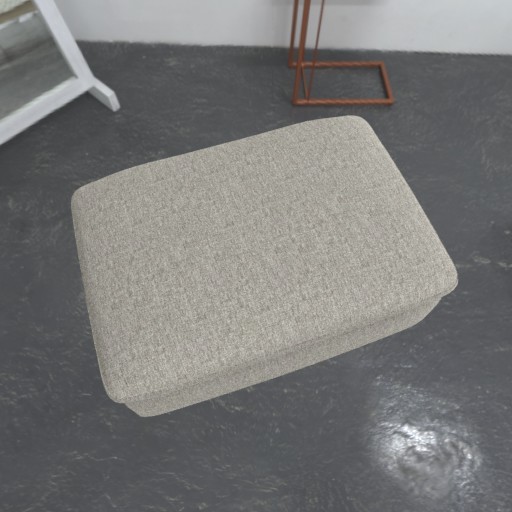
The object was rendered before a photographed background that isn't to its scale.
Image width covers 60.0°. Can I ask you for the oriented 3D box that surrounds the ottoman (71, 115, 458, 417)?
[{"bbox_3d":[0.000,0.000,1.379,0.977,0.451,0.694,-17,64,-8],"label":"ottoman"}]
